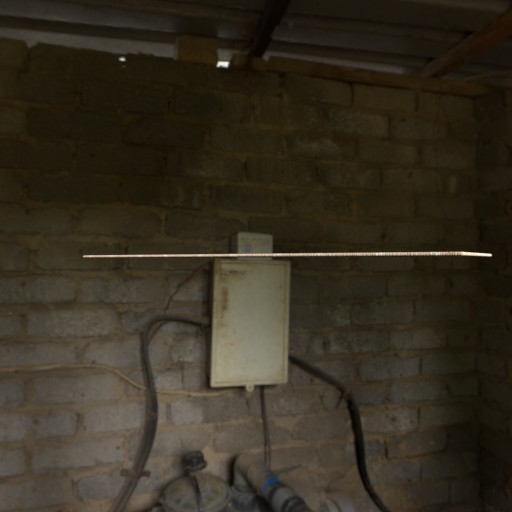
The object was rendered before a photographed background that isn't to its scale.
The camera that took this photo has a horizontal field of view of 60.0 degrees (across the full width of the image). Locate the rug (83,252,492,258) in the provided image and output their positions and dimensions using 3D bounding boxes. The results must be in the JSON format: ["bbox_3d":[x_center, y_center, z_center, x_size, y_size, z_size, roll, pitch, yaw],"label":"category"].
[{"bbox_3d":[0.000,0.000,2.512,2.289,0.013,0.691,0,-1,36],"label":"rug"}]
